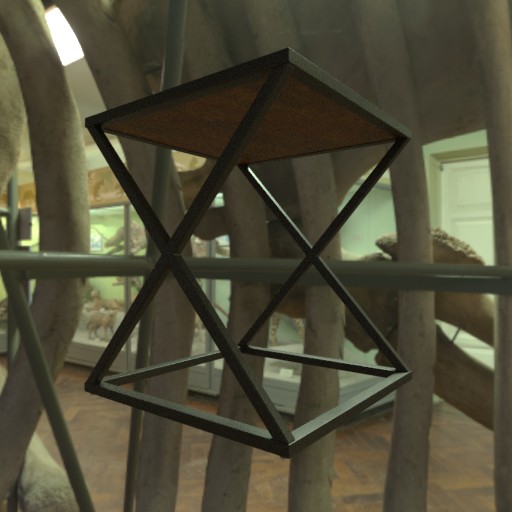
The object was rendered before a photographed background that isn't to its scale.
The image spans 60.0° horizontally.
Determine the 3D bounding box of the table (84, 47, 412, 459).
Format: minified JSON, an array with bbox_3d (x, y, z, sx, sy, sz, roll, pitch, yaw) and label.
[{"bbox_3d":[0.000,0.000,0.950,0.500,0.565,0.500,0,0,38],"label":"table"}]
